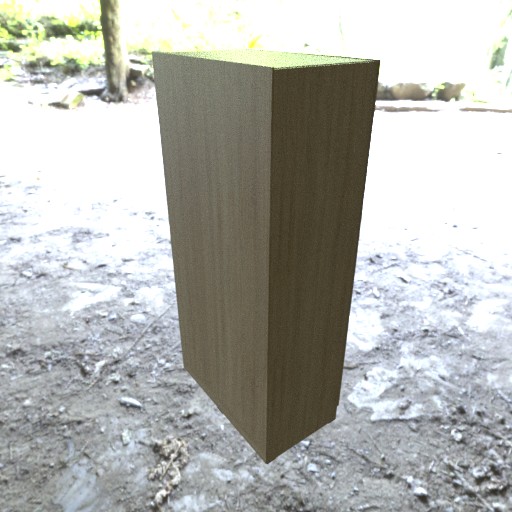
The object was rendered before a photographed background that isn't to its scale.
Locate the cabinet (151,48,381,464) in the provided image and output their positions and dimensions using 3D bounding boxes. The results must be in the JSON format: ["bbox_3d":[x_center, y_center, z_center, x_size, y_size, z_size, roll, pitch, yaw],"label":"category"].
[{"bbox_3d":[0.000,0.000,2.561,0.590,2.121,1.001,-19,34,-31],"label":"cabinet"}]
